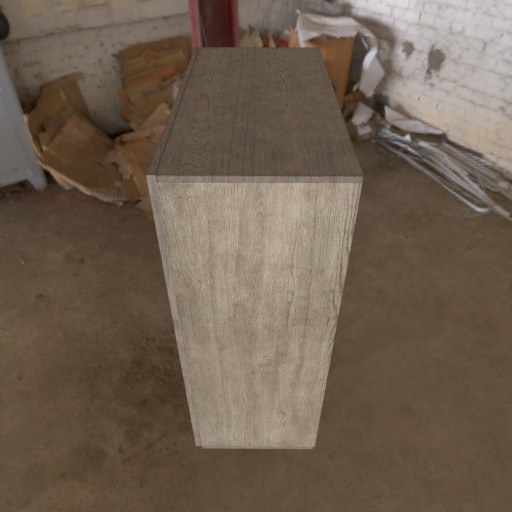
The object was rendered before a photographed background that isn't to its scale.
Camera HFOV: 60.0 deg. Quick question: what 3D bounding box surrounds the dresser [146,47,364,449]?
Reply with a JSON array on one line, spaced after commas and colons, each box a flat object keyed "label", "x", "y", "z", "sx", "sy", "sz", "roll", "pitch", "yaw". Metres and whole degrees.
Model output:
[{"label": "dresser", "x": 0.000, "y": 0.000, "z": 1.767, "sx": 0.483, "sy": 1.295, "sz": 0.967, "roll": 0, "pitch": 41, "yaw": 0}]
